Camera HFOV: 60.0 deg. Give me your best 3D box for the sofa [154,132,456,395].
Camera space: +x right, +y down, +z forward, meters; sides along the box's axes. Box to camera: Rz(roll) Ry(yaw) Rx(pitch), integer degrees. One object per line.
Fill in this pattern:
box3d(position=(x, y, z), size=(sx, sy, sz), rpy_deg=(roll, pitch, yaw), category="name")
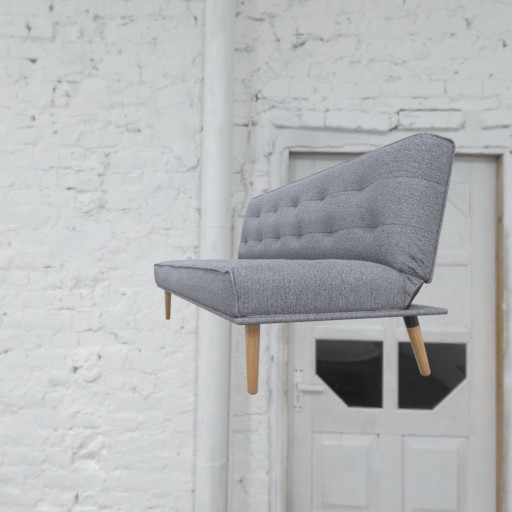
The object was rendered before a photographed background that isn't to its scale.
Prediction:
box3d(position=(0.000, 0.000, 2.221), size=(0.810, 0.830, 1.820), rpy_deg=(0, 0, -19), category="sofa")
